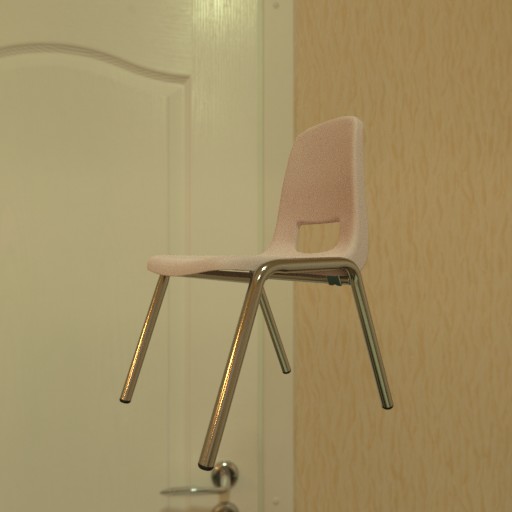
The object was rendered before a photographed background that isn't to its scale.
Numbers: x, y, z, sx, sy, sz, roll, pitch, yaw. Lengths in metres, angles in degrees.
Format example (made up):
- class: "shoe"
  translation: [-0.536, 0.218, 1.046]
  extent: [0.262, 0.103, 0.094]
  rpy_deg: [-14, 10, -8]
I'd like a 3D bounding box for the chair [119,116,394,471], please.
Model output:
- class: "chair"
  translation: [0.000, 0.000, 0.858]
  extent: [0.423, 0.586, 0.354]
  rpy_deg: [0, 0, -35]
